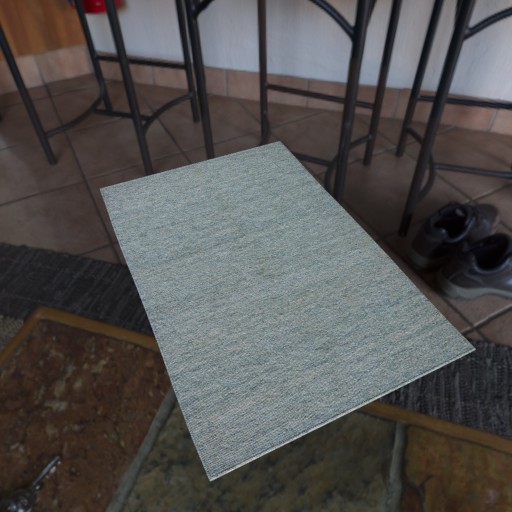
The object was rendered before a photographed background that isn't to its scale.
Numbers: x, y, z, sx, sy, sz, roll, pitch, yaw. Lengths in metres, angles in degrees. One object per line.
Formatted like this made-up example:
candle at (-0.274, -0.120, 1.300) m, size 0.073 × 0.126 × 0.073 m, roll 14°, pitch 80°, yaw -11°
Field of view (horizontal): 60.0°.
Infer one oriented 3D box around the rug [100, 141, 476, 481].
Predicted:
rug at (0.000, 0.000, 2.876) m, size 1.547 × 0.013 × 2.283 m, roll -19°, pitch 49°, yaw -17°
